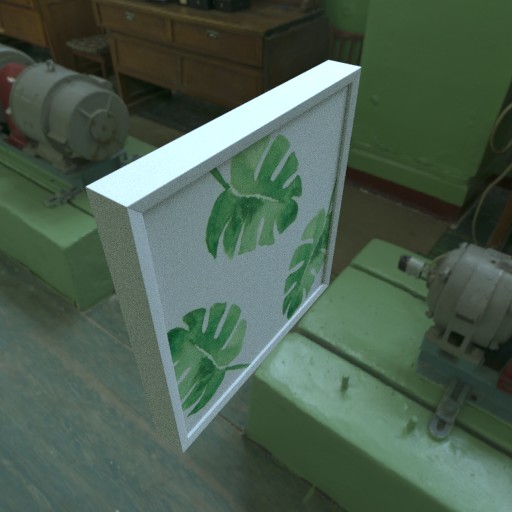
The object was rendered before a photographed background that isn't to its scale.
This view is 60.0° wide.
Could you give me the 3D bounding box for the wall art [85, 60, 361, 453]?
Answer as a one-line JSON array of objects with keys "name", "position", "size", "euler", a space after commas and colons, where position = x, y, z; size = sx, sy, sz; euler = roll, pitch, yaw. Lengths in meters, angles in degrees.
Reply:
[{"name": "wall art", "position": [0.000, 0.000, 0.457], "size": [0.038, 0.305, 0.305], "euler": [26, 47, 27]}]
